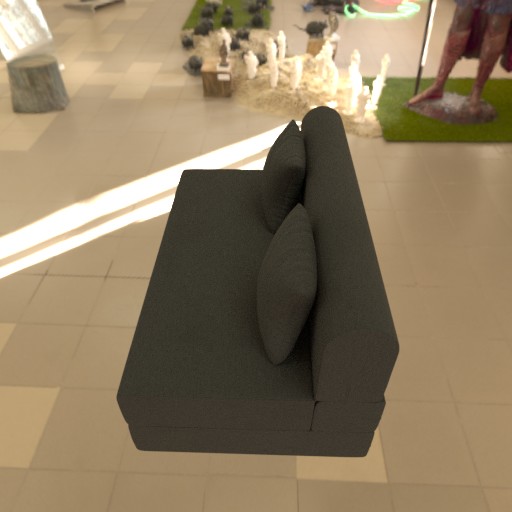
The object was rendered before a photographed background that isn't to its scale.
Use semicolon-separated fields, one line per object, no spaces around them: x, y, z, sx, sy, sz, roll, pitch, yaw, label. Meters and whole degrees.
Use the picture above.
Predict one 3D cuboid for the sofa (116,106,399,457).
0.000;0.000;1.692;0.762;0.670;1.225;1;42;1;sofa
